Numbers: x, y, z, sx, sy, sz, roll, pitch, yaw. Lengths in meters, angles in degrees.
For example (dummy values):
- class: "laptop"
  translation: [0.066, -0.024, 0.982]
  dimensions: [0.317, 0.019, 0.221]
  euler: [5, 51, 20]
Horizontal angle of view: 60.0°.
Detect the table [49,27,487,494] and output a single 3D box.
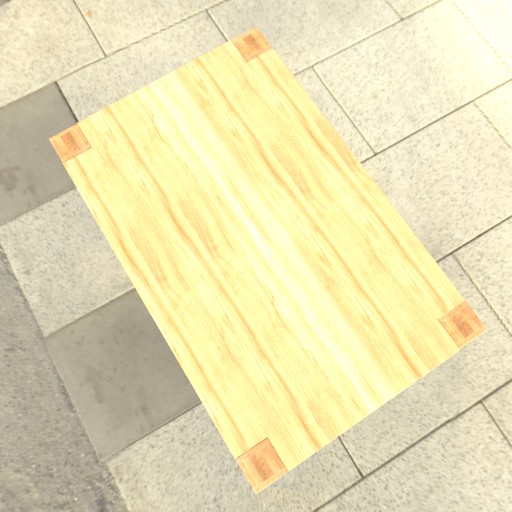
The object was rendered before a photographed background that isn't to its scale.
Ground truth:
- class: "table"
  translation: [0.000, 0.000, 1.898]
  dimensions: [0.900, 0.760, 1.400]
  euler: [-32, 78, -8]
